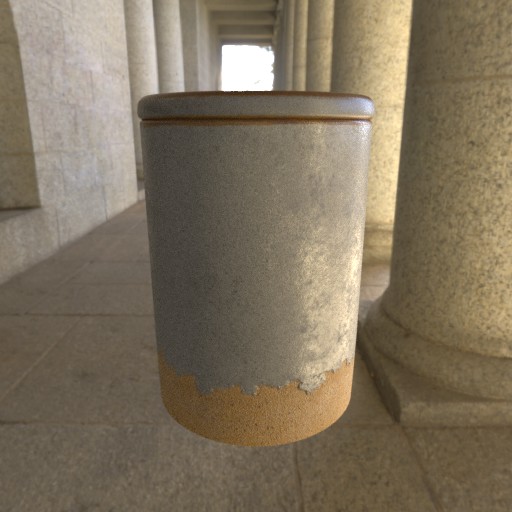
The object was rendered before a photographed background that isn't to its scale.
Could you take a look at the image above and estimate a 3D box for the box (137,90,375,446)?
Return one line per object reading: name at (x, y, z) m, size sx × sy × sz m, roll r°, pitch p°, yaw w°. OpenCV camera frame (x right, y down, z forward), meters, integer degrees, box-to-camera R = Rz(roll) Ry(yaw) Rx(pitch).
box at (0.000, 0.000, 0.249) m, size 0.118 × 0.168 × 0.118 m, roll 0°, pitch 16°, yaw 0°
